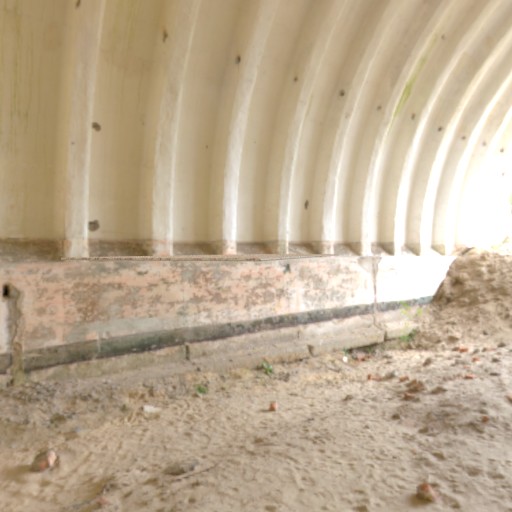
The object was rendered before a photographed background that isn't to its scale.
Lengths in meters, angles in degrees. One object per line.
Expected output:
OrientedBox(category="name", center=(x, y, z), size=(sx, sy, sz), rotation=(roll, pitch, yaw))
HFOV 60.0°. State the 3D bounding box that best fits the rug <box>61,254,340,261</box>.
OrientedBox(category="rug", center=(0.000, 0.000, 2.655), size=(0.750, 0.009, 2.435), rotation=(0, 1, 16))
